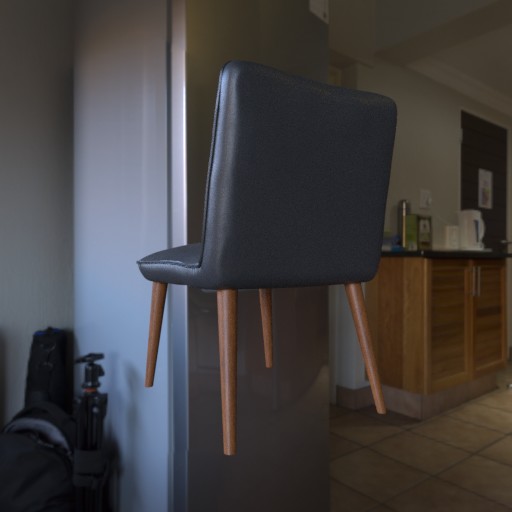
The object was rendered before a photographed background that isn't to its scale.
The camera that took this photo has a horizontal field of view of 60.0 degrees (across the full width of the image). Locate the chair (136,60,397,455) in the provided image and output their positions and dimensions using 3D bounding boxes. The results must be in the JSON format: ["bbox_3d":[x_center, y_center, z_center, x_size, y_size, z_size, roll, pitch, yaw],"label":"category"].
[{"bbox_3d":[0.000,0.000,1.241,0.543,0.801,0.645,-1,1,-36],"label":"chair"}]
